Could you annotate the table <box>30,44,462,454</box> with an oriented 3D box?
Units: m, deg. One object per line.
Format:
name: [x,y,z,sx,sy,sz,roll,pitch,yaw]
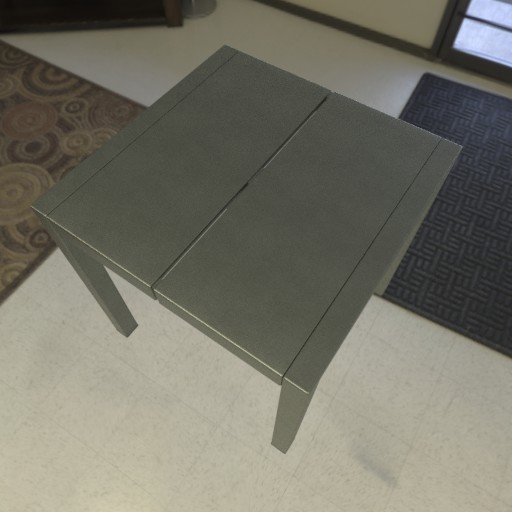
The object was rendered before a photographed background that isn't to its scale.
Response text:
table: [0.000,0.000,0.936,0.508,0.508,0.508,31,63,17]
